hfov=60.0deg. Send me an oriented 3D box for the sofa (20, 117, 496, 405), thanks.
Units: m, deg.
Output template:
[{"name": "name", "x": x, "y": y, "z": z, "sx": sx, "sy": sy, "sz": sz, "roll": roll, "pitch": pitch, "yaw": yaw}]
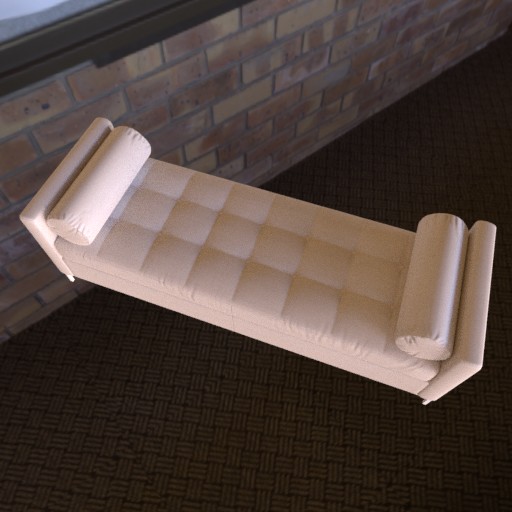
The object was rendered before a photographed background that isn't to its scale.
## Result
[{"name": "sofa", "x": 0.000, "y": 0.000, "z": 2.186, "sx": 1.981, "sy": 0.635, "sz": 0.686, "roll": 17, "pitch": 60, "yaw": 10}]
